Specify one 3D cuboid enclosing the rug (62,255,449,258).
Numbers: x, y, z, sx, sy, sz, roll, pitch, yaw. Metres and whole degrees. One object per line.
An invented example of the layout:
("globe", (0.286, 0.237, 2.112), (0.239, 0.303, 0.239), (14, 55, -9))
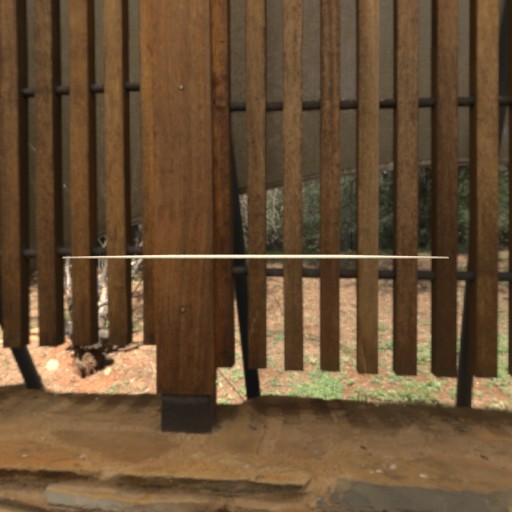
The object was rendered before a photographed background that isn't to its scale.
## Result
("rug", (0.000, 0.000, 2.886), (1.523, 0.006, 2.289), (0, 0, 0))
